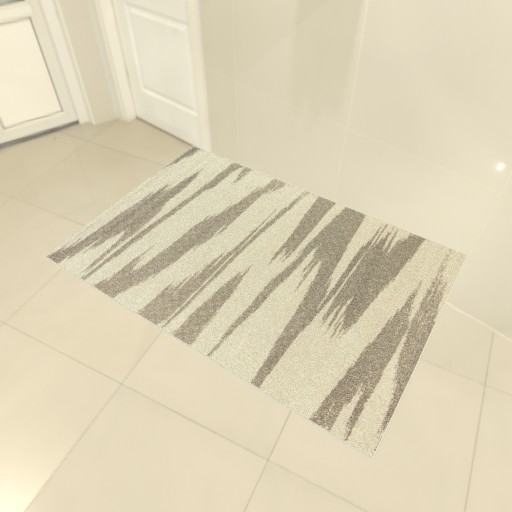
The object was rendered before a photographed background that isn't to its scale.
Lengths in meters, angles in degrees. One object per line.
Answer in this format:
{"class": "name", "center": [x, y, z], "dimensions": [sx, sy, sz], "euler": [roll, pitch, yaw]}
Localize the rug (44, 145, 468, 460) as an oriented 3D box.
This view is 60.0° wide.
{"class": "rug", "center": [0.000, 0.000, 2.289], "dimensions": [1.827, 0.008, 1.225], "euler": [26, 52, 22]}
